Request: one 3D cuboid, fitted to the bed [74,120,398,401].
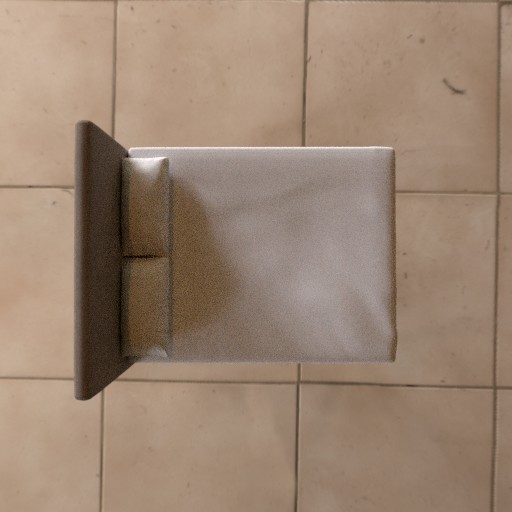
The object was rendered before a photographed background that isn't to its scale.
[{"bbox_3d":[0.000,0.000,3.215,2.142,1.330,1.723,0,89,0],"label":"bed"}]
